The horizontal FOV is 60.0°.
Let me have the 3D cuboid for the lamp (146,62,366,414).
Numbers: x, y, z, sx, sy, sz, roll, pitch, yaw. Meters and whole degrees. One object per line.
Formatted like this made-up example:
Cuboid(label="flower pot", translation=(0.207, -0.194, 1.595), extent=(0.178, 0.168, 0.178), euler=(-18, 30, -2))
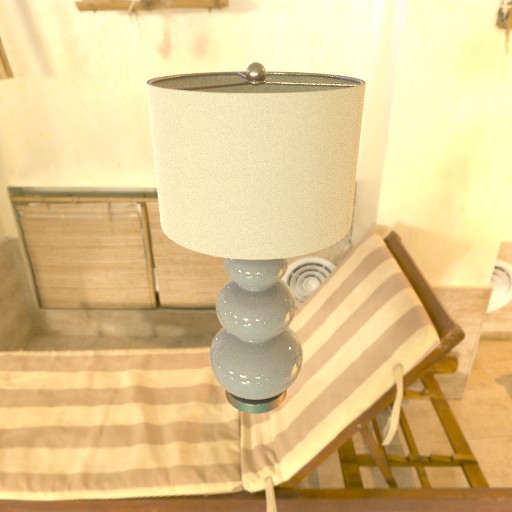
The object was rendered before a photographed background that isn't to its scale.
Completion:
Cuboid(label="lamp", translation=(0.000, 0.000, 0.910), extent=(0.367, 0.730, 0.367), euler=(0, 27, 0))
